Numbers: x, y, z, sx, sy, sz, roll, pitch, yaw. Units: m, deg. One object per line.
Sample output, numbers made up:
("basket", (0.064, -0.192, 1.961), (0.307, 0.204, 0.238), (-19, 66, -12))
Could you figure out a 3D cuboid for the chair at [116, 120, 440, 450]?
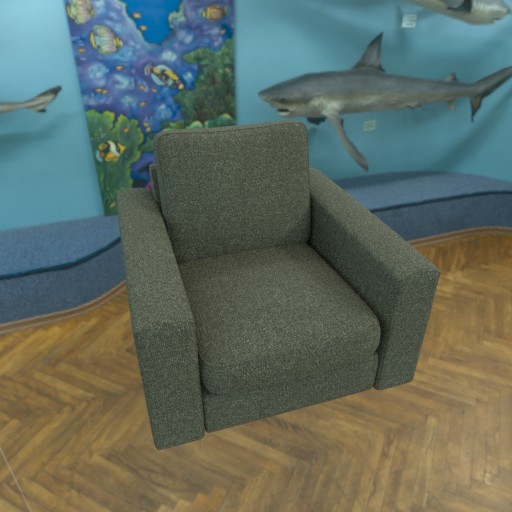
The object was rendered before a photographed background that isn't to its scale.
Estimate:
("chair", (0.000, 0.000, 1.773), (1.005, 0.873, 1.016), (-10, 33, -15))
